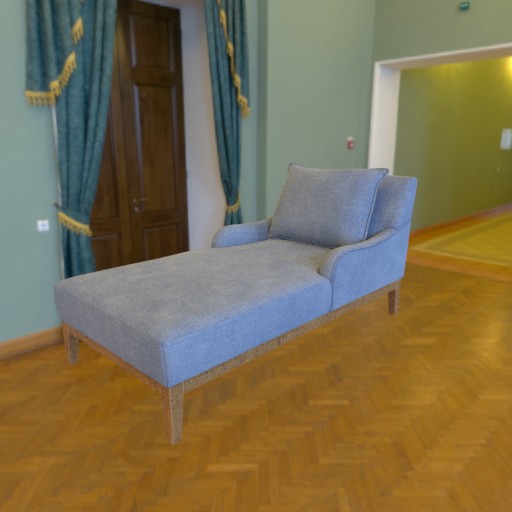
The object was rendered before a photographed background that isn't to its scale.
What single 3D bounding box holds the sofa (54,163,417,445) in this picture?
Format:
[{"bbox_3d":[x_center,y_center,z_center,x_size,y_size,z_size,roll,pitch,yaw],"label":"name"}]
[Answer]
[{"bbox_3d":[0.000,0.000,2.320,0.904,0.883,1.779,14,20,42],"label":"sofa"}]
